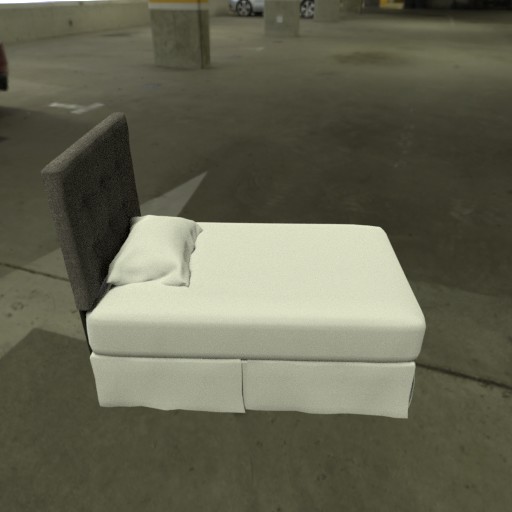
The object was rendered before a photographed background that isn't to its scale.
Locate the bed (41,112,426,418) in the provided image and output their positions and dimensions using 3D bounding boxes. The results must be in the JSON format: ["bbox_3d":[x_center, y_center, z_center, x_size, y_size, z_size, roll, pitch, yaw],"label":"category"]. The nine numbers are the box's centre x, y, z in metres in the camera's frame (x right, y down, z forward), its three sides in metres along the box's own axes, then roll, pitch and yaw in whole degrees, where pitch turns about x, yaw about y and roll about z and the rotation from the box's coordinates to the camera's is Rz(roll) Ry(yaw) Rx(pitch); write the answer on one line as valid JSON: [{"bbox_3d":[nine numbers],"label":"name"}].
[{"bbox_3d":[0.000,0.000,2.899,1.997,1.571,1.261,1,31,2],"label":"bed"}]
